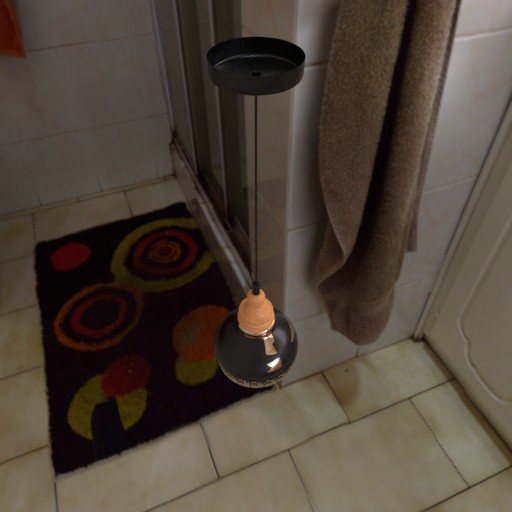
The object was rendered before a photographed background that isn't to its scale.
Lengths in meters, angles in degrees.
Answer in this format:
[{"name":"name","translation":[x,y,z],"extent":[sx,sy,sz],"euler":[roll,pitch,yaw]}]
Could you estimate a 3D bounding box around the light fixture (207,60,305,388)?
[{"name":"light fixture","translation":[0.000,0.000,1.810],"extent":[0.430,1.606,0.430],"euler":[-15,48,-14]}]
